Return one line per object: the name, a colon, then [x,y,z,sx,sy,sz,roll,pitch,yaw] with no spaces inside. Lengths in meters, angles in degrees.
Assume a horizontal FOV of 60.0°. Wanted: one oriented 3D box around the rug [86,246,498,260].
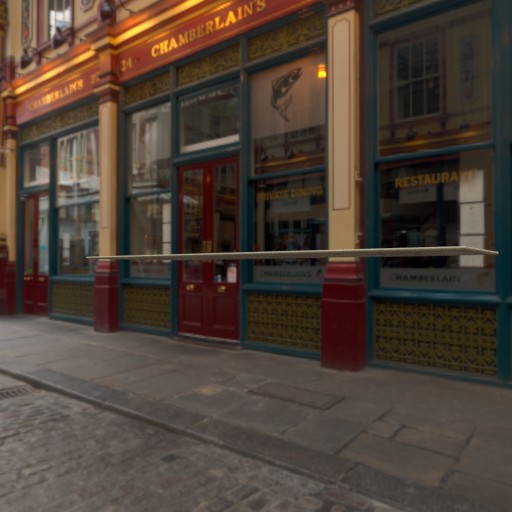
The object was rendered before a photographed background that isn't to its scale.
rug: [0.000,0.000,2.468,2.297,0.013,0.661,-1,-2,37]
